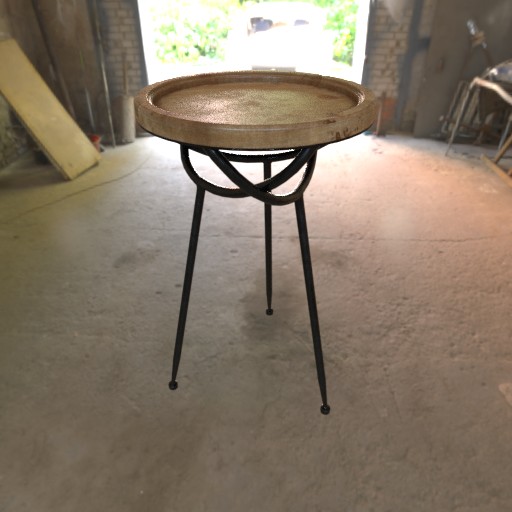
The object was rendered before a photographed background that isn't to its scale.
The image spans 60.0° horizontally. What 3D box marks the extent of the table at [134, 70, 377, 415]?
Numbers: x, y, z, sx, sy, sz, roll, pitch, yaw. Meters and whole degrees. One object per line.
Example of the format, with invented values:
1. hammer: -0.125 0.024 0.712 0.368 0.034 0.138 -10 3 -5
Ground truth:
1. table: 0.000 0.000 0.935 0.414 0.664 0.418 -21 38 -30
